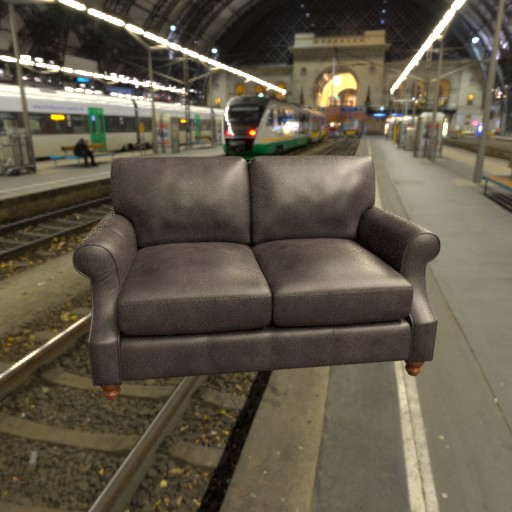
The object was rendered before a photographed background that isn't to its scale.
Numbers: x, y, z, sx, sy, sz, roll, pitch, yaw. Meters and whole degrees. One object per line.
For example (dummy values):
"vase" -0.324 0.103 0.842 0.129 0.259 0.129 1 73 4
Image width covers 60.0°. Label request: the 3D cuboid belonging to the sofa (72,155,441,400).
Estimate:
"sofa" 0.000 0.000 2.324 1.663 0.979 1.030 -2 16 -8
